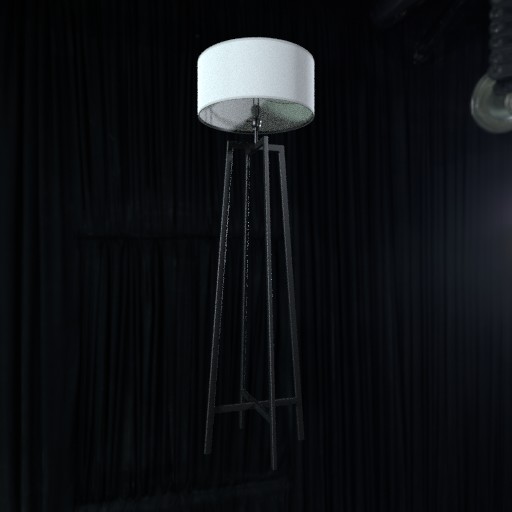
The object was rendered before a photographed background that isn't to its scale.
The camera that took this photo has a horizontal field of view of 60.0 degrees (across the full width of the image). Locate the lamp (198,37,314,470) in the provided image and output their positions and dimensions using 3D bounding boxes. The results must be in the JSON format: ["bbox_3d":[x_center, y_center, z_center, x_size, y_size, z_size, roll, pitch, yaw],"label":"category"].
[{"bbox_3d":[0.000,0.000,1.761,0.456,1.510,0.457,0,0,-19],"label":"lamp"}]
